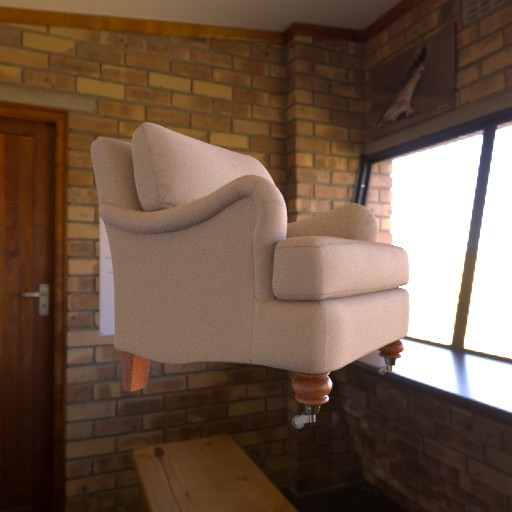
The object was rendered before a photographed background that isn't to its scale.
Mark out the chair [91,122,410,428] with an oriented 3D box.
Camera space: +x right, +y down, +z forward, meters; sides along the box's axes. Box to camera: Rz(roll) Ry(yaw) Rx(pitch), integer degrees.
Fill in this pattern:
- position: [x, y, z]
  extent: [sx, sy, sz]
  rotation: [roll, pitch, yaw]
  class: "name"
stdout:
- position: [0.000, 0.000, 1.861]
  extent: [1.070, 1.038, 0.955]
  rotation: [0, -1, 34]
  class: "chair"
